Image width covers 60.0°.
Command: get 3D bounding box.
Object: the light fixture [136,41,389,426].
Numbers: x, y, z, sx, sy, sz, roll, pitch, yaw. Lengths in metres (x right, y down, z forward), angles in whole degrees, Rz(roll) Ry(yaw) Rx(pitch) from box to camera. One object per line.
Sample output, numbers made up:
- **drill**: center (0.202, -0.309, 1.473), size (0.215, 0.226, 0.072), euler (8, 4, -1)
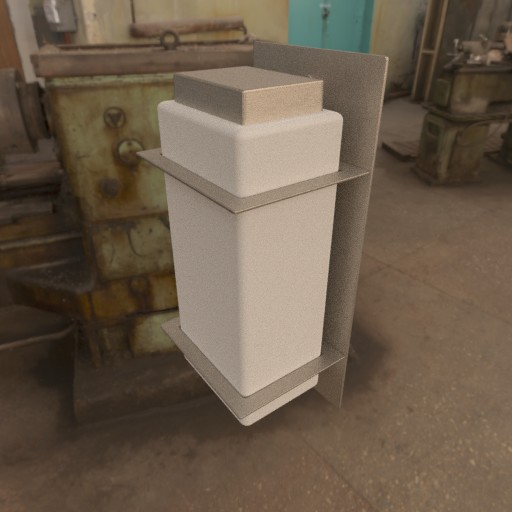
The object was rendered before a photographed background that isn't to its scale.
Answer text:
- **light fixture**: center (0.000, 0.000, 0.453), size (0.160, 0.380, 0.168), euler (-20, 36, -31)
